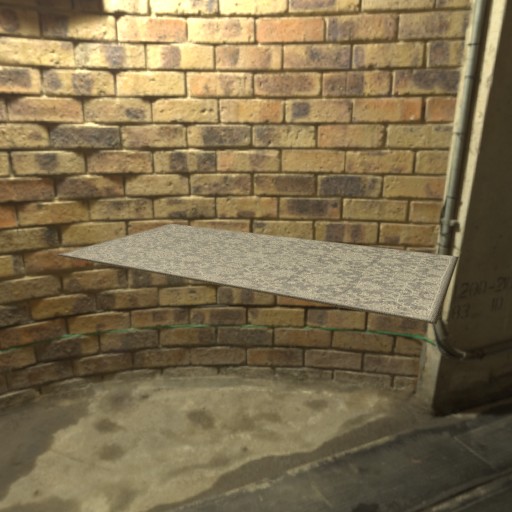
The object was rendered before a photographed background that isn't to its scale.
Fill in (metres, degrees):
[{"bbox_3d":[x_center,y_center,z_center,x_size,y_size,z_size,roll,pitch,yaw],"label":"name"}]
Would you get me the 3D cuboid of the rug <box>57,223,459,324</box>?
[{"bbox_3d":[0.000,0.000,3.766,3.048,0.011,1.546,8,17,27],"label":"rug"}]
